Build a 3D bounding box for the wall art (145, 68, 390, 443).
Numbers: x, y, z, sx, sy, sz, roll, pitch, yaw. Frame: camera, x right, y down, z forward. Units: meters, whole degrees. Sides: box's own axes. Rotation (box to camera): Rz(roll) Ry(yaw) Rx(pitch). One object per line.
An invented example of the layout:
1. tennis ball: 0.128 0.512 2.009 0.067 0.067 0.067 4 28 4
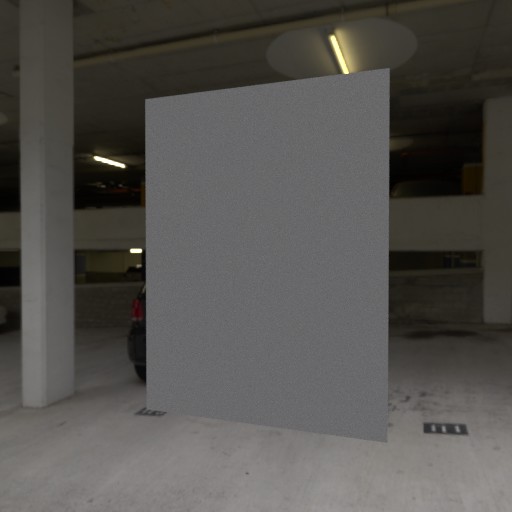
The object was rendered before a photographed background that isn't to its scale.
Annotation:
1. wall art: 0.000 0.000 0.797 0.457 0.609 0.003 0 1 19
